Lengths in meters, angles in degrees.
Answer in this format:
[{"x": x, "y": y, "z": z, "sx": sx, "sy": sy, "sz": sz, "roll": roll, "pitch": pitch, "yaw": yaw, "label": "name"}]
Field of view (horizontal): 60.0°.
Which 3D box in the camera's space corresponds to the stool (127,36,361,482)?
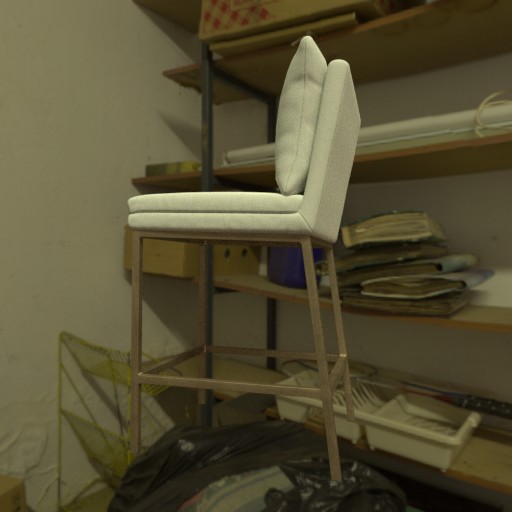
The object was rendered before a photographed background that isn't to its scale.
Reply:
[{"x": 0.000, "y": 0.000, "z": 1.286, "sx": 0.572, "sy": 1.032, "sz": 0.463, "roll": 0, "pitch": -1, "yaw": 17, "label": "stool"}]
